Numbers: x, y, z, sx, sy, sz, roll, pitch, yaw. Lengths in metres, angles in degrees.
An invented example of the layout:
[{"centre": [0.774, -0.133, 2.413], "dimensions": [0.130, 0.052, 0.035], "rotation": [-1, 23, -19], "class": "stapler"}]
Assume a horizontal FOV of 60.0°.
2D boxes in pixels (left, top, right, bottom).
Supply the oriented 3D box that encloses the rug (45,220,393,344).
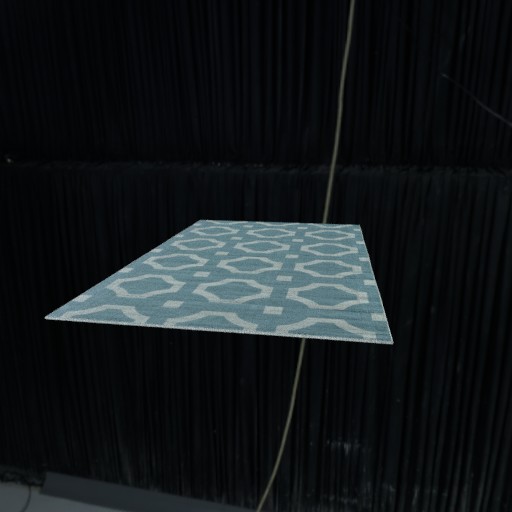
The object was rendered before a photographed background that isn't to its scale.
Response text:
[{"centre": [0.000, 0.000, 3.047], "dimensions": [1.528, 0.015, 2.443], "rotation": [3, 15, 9], "class": "rug"}]
